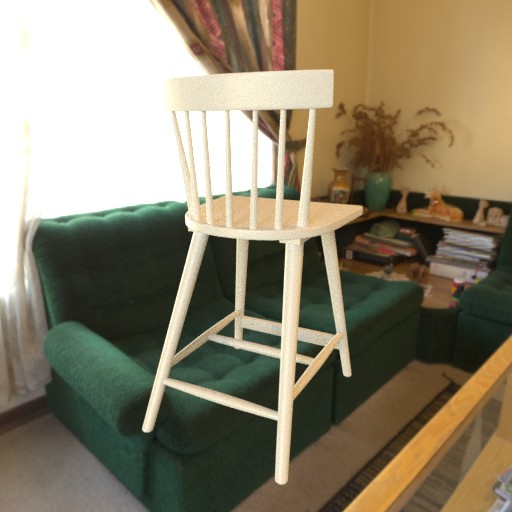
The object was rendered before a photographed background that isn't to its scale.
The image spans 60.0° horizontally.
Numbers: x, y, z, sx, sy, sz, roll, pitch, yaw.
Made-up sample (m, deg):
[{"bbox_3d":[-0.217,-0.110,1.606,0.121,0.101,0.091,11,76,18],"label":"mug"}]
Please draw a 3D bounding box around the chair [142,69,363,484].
[{"bbox_3d":[0.000,0.000,1.272,0.483,0.952,0.572,8,18,26],"label":"chair"}]
